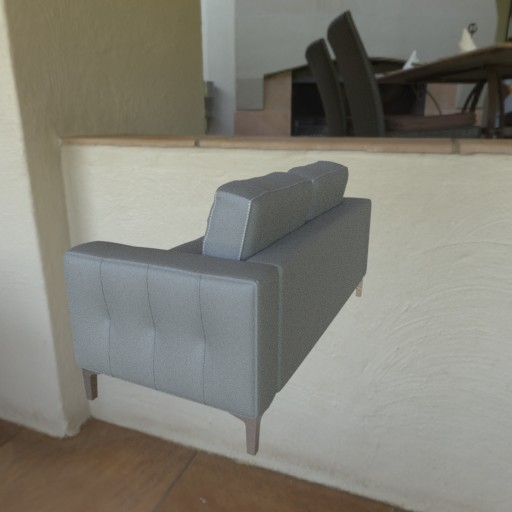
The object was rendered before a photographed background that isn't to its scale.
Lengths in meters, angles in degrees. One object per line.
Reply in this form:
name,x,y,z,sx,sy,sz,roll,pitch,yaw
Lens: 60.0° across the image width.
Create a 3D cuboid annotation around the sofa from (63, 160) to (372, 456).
sofa,0.000,0.000,2.262,0.833,0.893,1.726,8,18,24
